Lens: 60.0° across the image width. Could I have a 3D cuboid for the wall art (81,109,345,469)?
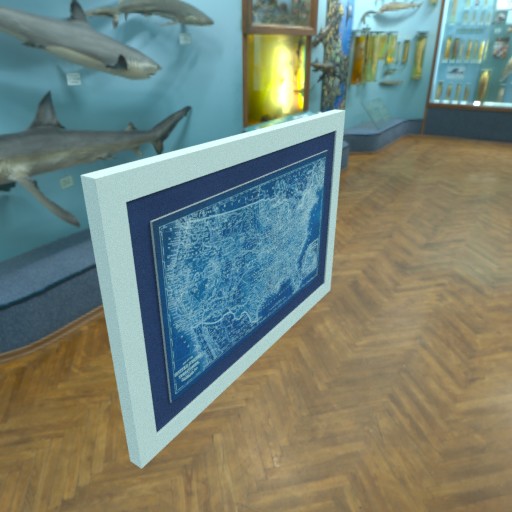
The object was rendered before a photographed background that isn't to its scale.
[{"bbox_3d":[0.000,0.000,1.651,0.051,0.902,1.308,16,30,31],"label":"wall art"}]
